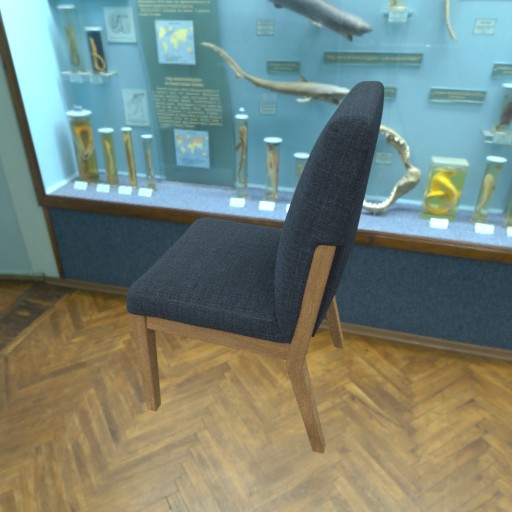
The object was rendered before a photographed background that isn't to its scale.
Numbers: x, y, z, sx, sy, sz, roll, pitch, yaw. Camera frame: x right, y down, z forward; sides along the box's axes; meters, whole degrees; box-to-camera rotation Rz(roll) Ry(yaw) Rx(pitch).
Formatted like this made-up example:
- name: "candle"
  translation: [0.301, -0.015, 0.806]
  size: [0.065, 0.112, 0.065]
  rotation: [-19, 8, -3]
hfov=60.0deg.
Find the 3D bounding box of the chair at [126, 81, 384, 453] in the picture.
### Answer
- name: "chair"
  translation: [0.000, 0.000, 1.264]
  size: [0.586, 0.911, 0.507]
  rotation: [8, 30, 14]
